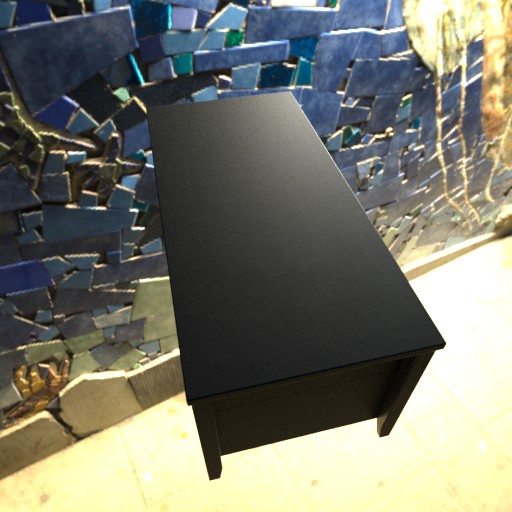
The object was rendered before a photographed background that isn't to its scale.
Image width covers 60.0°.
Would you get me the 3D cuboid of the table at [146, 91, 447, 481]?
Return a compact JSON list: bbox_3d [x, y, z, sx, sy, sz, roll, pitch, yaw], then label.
[{"bbox_3d":[0.000,0.000,1.283,0.483,0.457,1.016,-10,47,-9],"label":"table"}]
